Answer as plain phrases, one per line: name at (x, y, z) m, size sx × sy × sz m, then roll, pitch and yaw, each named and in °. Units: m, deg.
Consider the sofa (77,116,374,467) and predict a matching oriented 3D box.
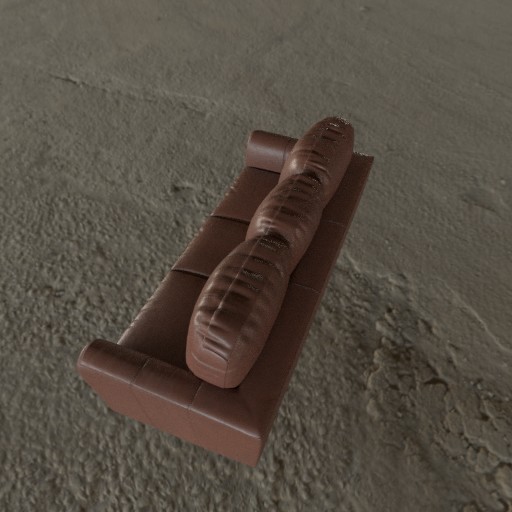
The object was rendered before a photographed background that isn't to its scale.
sofa at (0.000, 0.000, 2.305) m, size 0.802 × 0.915 × 1.862 m, roll 17°, pitch 49°, yaw 15°
